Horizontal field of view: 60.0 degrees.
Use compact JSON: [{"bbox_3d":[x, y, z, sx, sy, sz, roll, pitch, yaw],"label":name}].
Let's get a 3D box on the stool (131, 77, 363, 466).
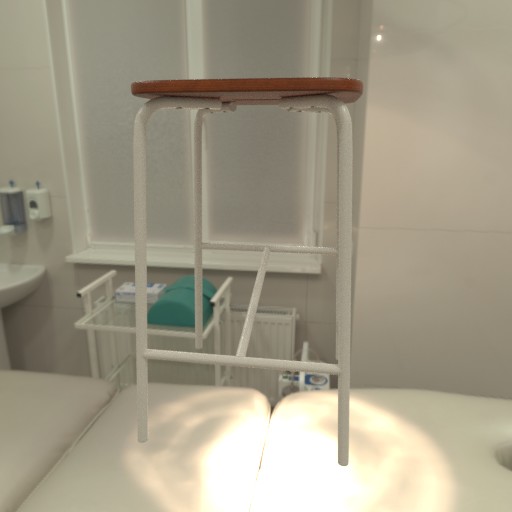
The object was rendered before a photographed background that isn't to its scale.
[{"bbox_3d":[0.000,0.000,0.863,0.376,0.610,0.376,3,16,9],"label":"stool"}]
